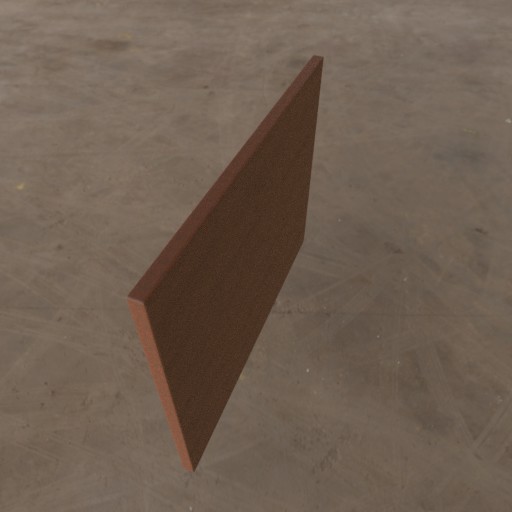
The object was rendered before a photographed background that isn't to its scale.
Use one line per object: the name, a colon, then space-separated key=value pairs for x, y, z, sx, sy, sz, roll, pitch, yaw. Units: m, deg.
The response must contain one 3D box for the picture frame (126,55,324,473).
picture frame: x=0.000 y=0.000 z=1.704 sx=0.045 sy=1.018 sz=1.329 roll=16 pitch=48 yaw=15
